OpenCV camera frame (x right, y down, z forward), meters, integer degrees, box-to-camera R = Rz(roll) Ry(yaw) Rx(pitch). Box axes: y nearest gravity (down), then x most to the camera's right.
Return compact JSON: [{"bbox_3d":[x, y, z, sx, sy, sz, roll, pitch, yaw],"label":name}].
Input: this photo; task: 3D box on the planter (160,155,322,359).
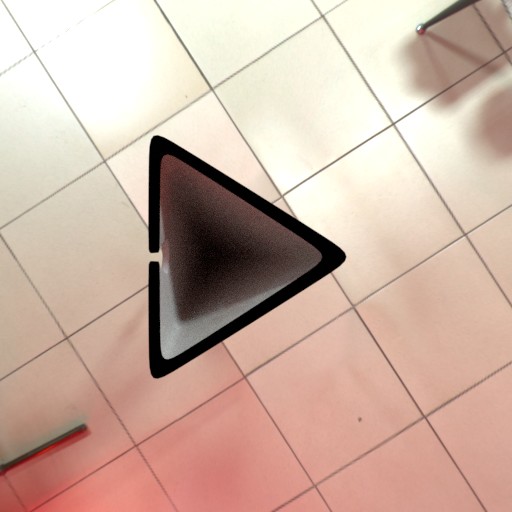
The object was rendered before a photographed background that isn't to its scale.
[{"bbox_3d":[0.000,0.000,0.153,0.047,0.130,0.058,0,90,1],"label":"planter"}]
